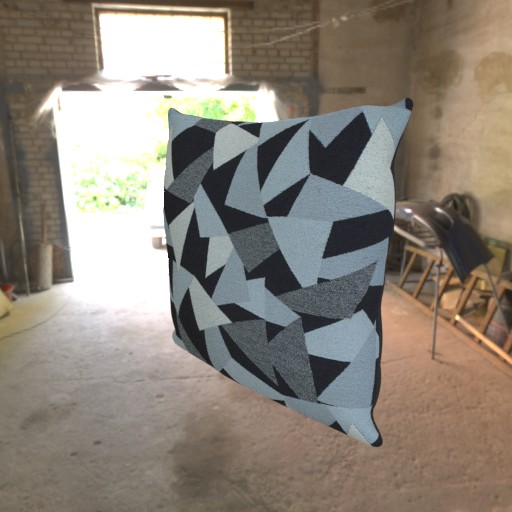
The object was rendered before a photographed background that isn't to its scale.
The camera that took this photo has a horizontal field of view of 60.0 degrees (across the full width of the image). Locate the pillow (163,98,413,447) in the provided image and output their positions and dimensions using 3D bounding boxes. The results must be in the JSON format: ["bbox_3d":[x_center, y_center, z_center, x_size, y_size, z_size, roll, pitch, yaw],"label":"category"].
[{"bbox_3d":[0.000,0.000,0.750,0.503,0.496,0.208,14,21,42],"label":"pillow"}]
